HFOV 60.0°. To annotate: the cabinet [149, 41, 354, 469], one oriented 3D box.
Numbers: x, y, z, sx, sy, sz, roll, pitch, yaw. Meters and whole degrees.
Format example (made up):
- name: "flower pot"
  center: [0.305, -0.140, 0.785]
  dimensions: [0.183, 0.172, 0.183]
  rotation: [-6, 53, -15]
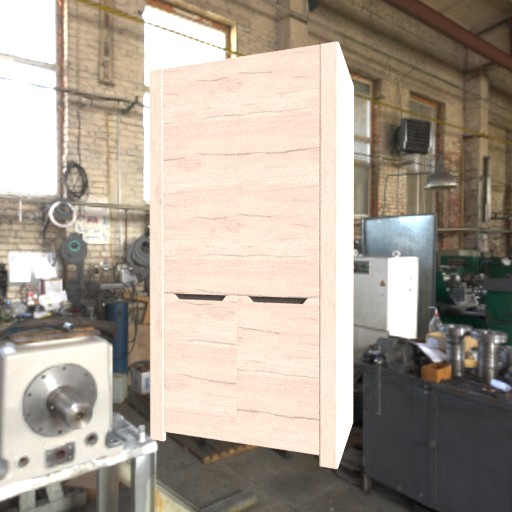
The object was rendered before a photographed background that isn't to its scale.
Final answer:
- name: "cabinet"
  center: [0.000, 0.000, 2.426]
  dimensions: [0.980, 1.930, 0.580]
  rotation: [0, 1, 19]
